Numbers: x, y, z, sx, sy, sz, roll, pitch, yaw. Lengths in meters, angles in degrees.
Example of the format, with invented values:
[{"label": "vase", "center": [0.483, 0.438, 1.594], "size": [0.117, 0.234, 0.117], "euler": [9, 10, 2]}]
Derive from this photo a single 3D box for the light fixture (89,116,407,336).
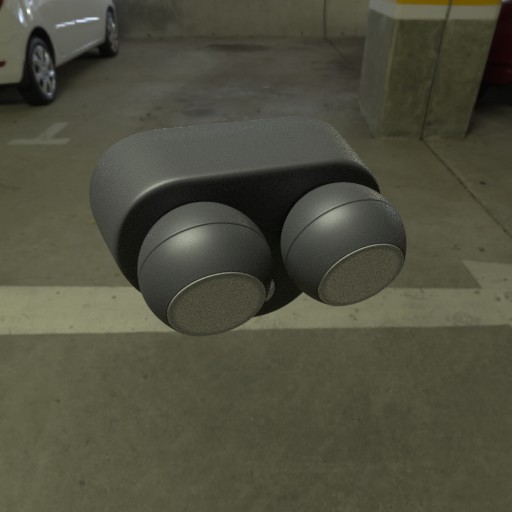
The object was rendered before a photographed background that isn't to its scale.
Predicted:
[{"label": "light fixture", "center": [0.000, 0.000, 0.336], "size": [0.229, 0.159, 0.159], "euler": [-10, 35, -15]}]
